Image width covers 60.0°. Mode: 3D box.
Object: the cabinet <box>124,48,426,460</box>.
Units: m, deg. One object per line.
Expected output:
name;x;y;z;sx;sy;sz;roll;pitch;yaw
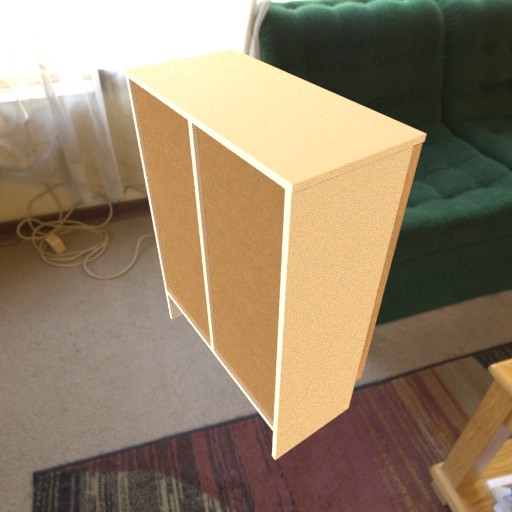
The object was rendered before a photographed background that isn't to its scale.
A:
cabinet;0.000;0.000;1.126;0.296;0.815;0.600;-24;46;-26
